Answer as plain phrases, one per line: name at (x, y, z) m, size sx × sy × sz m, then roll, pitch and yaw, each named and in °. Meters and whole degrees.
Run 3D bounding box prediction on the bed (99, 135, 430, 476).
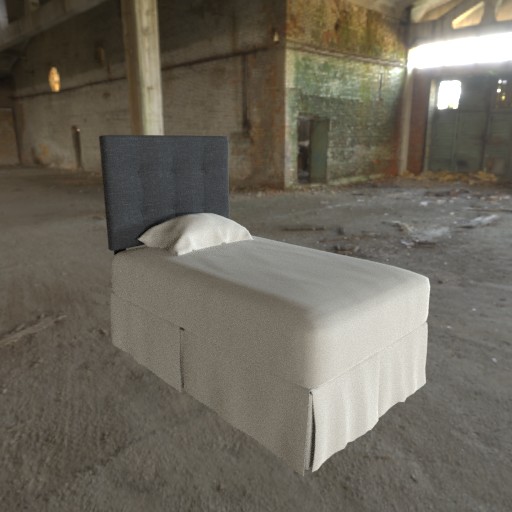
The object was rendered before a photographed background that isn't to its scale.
bed at (0.000, 0.000, 2.965) m, size 1.261 × 1.571 × 1.997 m, roll -14°, pitch 20°, yaw -43°
